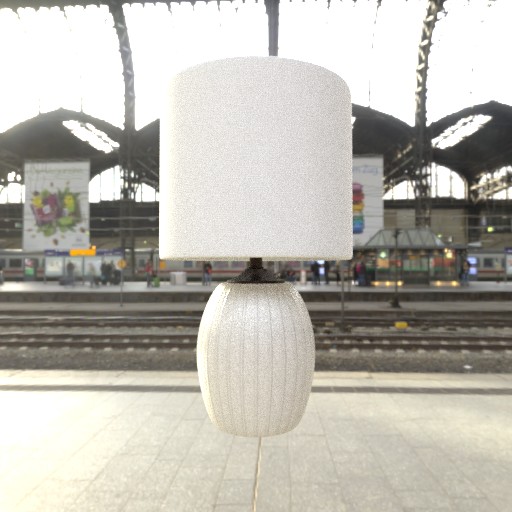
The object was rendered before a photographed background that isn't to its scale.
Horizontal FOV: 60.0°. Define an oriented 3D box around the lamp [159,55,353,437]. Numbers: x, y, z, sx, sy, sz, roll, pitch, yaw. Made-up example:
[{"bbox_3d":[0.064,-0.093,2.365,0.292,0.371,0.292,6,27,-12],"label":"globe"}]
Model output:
[{"bbox_3d":[0.000,0.000,0.769,0.328,0.570,0.328,0,-2,0],"label":"lamp"}]
